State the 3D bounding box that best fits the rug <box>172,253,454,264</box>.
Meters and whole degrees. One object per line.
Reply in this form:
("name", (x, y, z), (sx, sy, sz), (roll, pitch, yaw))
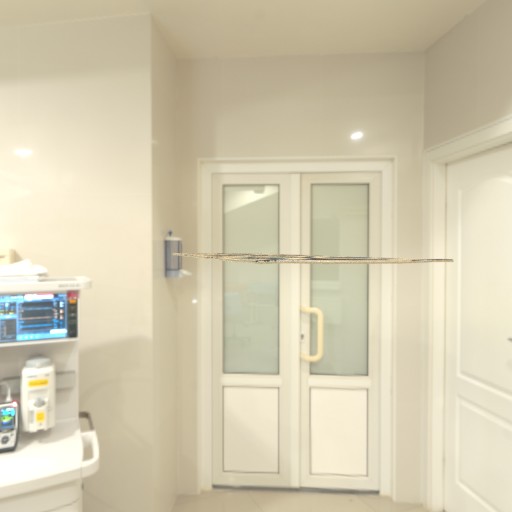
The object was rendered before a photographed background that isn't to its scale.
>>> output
("rug", (0.000, 0.000, 2.474), (0.692, 0.017, 2.301), (0, 1, -17))
